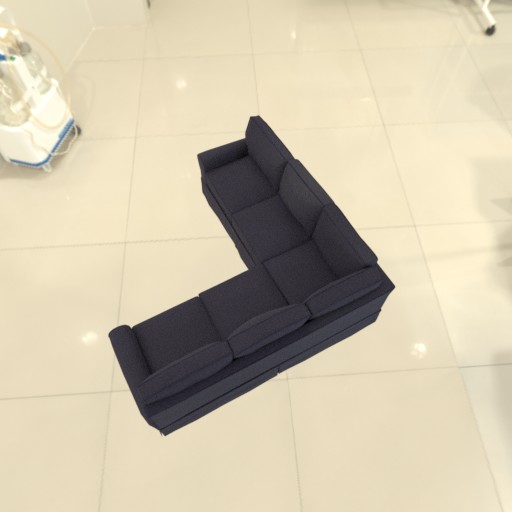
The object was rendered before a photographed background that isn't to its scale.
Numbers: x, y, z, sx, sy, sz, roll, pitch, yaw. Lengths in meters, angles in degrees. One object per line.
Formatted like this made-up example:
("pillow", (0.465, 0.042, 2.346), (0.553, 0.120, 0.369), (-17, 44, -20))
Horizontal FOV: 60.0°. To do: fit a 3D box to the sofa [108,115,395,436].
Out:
("sofa", (0.000, 0.000, 5.034), (2.874, 1.169, 3.773), (3, 59, 2))
